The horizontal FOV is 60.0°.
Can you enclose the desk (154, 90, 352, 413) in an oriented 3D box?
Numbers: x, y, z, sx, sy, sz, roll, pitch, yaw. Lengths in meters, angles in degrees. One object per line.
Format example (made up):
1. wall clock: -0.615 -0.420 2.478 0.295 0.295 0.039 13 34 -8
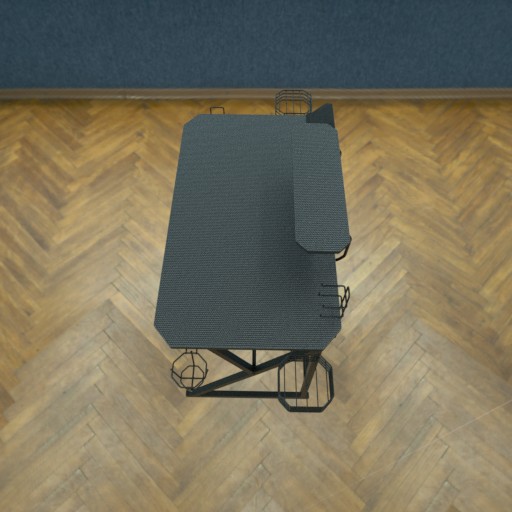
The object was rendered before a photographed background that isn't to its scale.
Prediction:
1. desk: 0.000 0.000 1.744 0.580 0.880 1.290 1 58 1
